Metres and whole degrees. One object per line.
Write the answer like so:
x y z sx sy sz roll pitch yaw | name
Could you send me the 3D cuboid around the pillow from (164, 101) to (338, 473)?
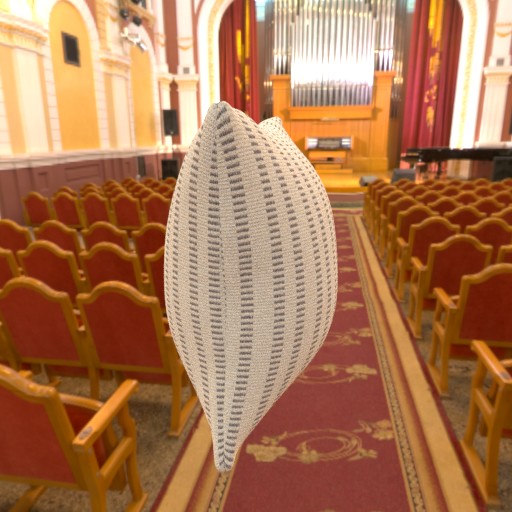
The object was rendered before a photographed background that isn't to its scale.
0.000 0.000 0.672 0.247 0.419 0.438 3 15 9 | pillow
